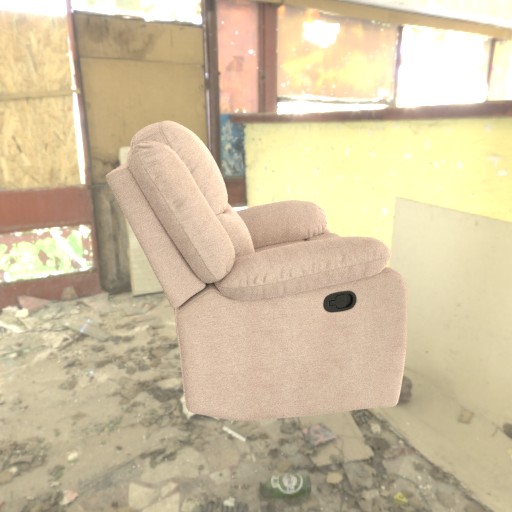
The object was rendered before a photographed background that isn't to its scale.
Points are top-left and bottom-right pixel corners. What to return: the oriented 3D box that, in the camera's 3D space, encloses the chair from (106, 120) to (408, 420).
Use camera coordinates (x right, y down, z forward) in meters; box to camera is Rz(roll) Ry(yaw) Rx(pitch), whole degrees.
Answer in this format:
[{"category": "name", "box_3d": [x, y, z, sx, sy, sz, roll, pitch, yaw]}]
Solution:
[{"category": "chair", "box_3d": [0.000, 0.000, 1.728, 0.944, 1.008, 0.899, -3, 16, -9]}]
